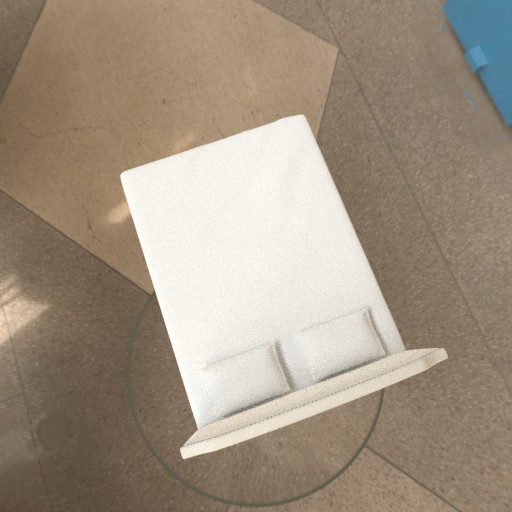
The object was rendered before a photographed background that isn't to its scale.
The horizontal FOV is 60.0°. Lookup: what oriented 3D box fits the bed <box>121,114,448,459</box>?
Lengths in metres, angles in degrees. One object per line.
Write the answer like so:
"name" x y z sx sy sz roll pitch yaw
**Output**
"bed" 0.000 0.000 3.005 1.558 1.270 1.999 -19 77 -5
